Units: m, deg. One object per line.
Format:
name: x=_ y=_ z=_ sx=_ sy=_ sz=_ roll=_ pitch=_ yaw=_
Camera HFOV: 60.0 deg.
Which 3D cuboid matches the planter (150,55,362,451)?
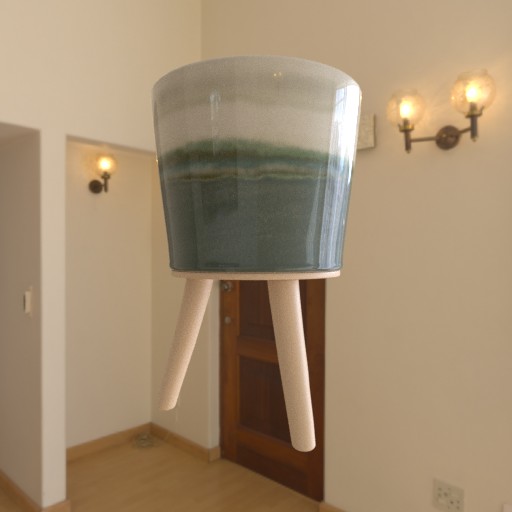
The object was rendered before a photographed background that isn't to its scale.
planter: x=0.000 y=0.000 z=0.468 sx=0.217 sy=0.331 sz=0.217 roll=0 pitch=0 yaw=18
